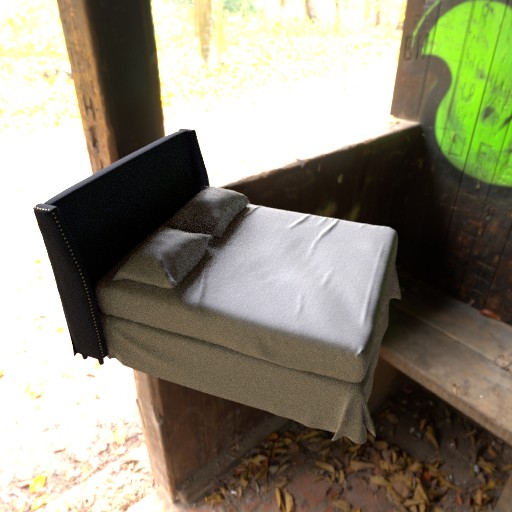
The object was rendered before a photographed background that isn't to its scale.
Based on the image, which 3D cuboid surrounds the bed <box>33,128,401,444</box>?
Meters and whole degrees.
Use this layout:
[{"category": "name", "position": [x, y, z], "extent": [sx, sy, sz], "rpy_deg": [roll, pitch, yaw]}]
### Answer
[{"category": "bed", "position": [0.000, 0.000, 3.486], "extent": [2.276, 1.332, 1.925], "rpy_deg": [12, 34, 18]}]
